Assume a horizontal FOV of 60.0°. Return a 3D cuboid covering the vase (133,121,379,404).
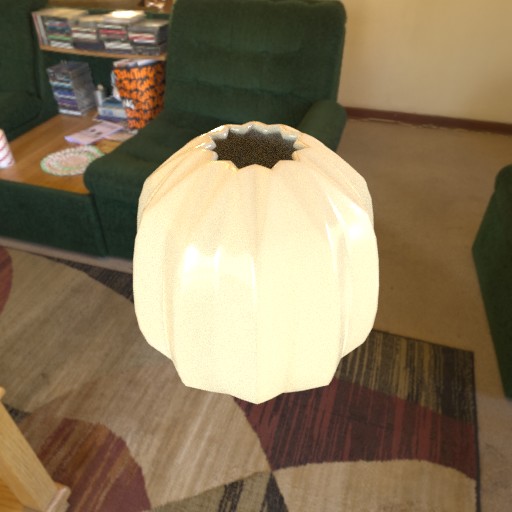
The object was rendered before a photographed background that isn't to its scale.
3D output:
[{"bbox_3d":[0.000,0.000,0.246,0.139,0.134,0.139,0,40,0],"label":"vase"}]
